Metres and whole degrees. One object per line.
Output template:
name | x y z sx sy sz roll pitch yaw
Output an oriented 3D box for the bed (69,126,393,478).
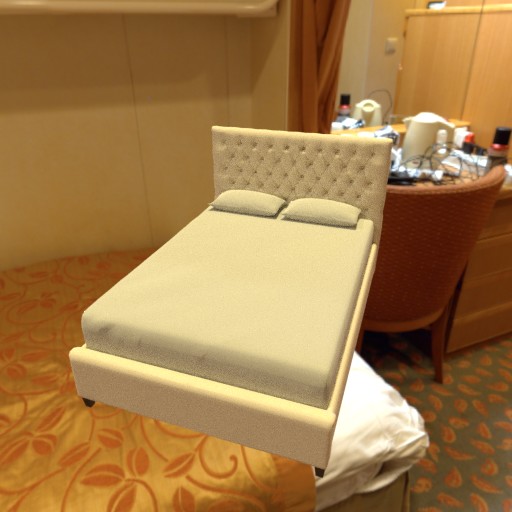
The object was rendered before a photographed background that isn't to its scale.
bed | 0.000 0.000 3.399 1.698 1.427 2.387 9 29 17
